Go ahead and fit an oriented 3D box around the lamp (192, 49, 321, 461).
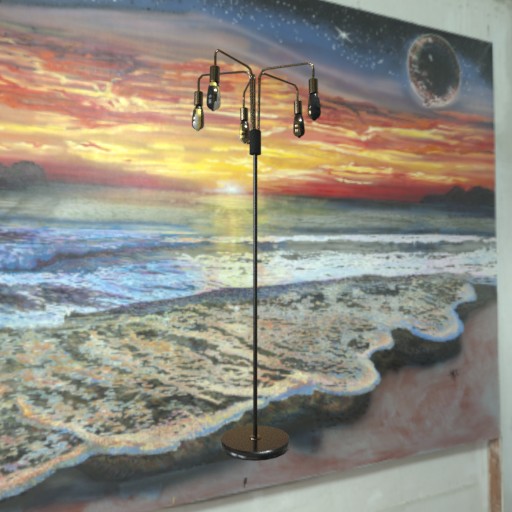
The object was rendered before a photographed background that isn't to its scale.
[{"bbox_3d":[0.000,0.000,2.018,0.572,1.721,0.599,-1,-2,36],"label":"lamp"}]
